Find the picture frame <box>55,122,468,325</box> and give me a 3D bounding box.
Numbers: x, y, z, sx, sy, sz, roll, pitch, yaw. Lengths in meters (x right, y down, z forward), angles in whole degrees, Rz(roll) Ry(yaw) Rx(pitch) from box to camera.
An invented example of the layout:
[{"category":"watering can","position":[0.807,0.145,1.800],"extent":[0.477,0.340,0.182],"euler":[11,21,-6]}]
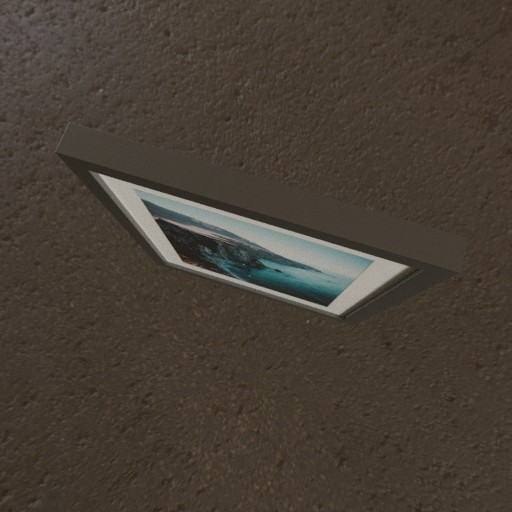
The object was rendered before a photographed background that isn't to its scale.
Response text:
[{"category":"picture frame","position":[0.000,0.000,1.349],"extent":[0.839,0.968,0.073],"euler":[17,76,4]}]
